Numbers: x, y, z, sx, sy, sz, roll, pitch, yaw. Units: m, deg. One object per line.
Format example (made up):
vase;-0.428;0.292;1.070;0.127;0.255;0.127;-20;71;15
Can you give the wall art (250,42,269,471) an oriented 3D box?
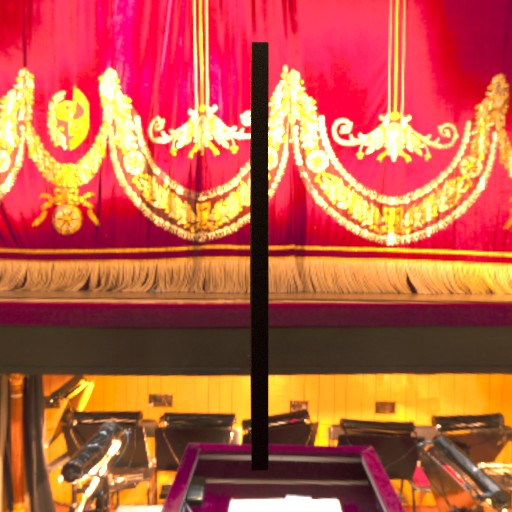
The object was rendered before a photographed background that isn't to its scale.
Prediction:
wall art;0.000;0.000;0.724;0.018;0.450;0.521;0;0;-1
